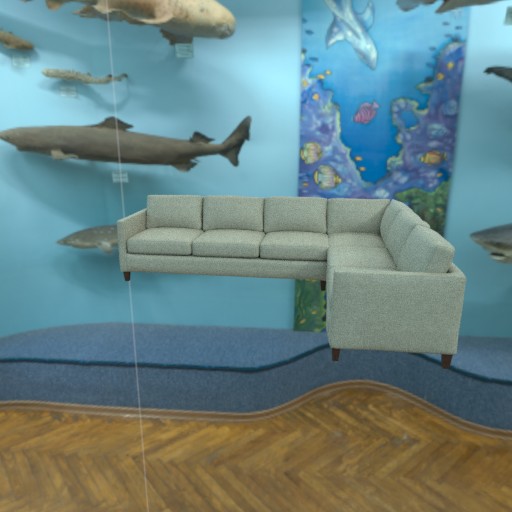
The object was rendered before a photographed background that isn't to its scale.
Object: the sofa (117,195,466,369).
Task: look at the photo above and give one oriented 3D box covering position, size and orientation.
[{"bbox_3d":[0.000,0.000,4.514,3.333,0.934,2.522,2,16,8],"label":"sofa"}]
